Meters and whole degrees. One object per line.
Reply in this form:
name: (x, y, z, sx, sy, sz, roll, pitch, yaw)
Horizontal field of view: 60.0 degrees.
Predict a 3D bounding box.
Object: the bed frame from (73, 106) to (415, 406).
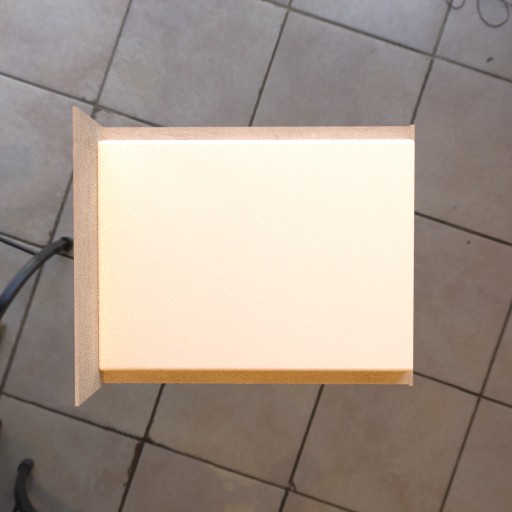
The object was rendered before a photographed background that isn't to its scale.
bed frame: (0.000, 0.000, 2.785, 1.960, 0.800, 1.622, 0, 91, 1)
